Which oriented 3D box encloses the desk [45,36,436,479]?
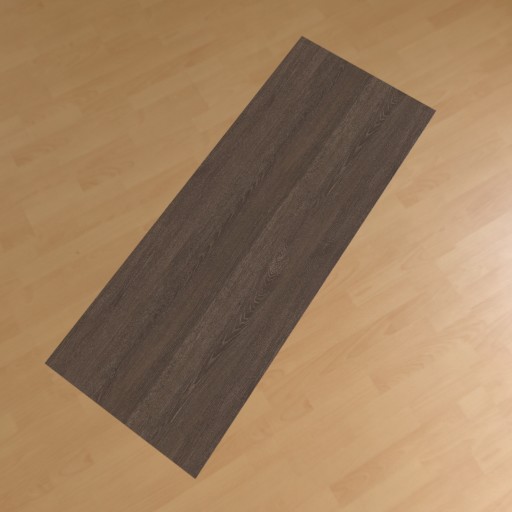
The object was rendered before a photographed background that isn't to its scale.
[{"bbox_3d":[0.000,0.000,1.907,0.600,0.760,1.524,33,77,9],"label":"desk"}]
